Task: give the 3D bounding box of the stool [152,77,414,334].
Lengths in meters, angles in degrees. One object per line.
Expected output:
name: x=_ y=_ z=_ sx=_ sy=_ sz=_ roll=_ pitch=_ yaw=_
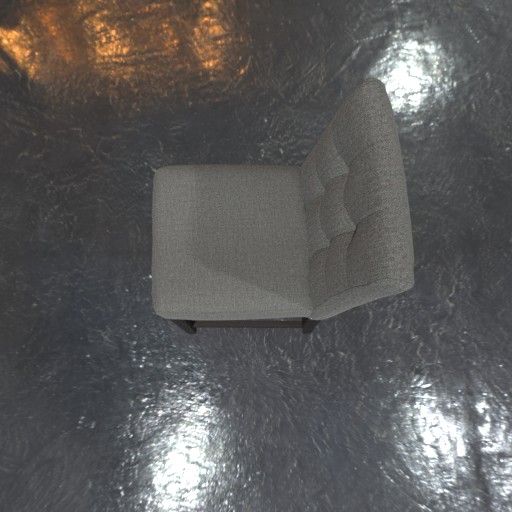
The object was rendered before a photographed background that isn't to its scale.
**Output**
stool: x=0.000 y=0.000 z=1.279 sx=0.548 sy=1.047 sz=0.411 roll=-3 pitch=75 yaw=-1
